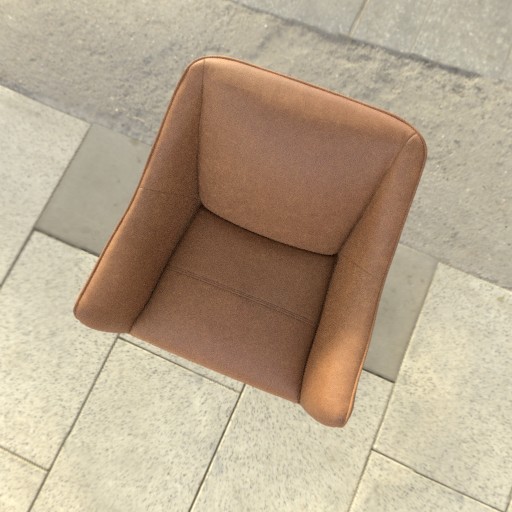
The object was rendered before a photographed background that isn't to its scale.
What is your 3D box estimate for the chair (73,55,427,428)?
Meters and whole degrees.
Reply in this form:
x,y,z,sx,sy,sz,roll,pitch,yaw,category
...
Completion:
x,y,z,sx,sy,sz,roll,pitch,yaw,category
0.000,0.000,1.532,0.871,0.830,0.852,21,78,5,chair
